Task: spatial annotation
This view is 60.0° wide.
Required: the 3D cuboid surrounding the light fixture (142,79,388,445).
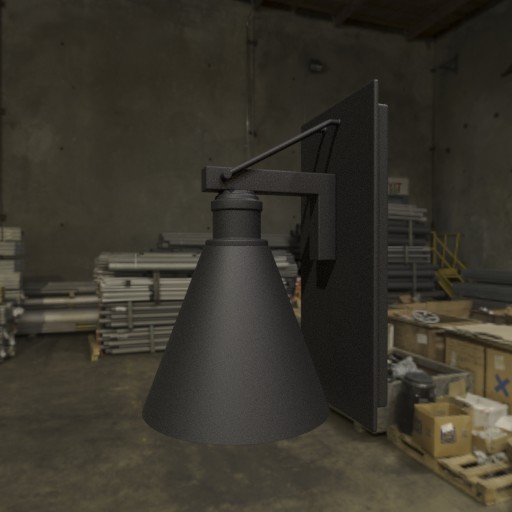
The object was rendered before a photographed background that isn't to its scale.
[{"bbox_3d":[0.000,0.000,0.415,0.207,0.298,0.170,0,1,-19],"label":"light fixture"}]
